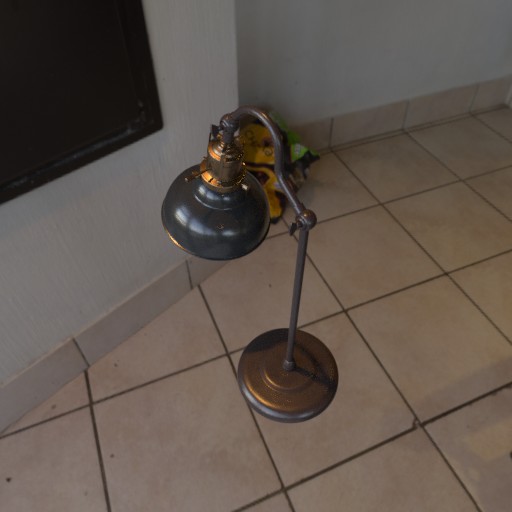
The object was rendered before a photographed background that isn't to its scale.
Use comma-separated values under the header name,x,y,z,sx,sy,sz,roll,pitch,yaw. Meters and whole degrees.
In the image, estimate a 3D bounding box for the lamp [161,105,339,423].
name,x,y,z,sx,sy,sz,roll,pitch,yaw
lamp,0.000,0.000,0.704,0.192,0.508,0.374,-33,55,-27
